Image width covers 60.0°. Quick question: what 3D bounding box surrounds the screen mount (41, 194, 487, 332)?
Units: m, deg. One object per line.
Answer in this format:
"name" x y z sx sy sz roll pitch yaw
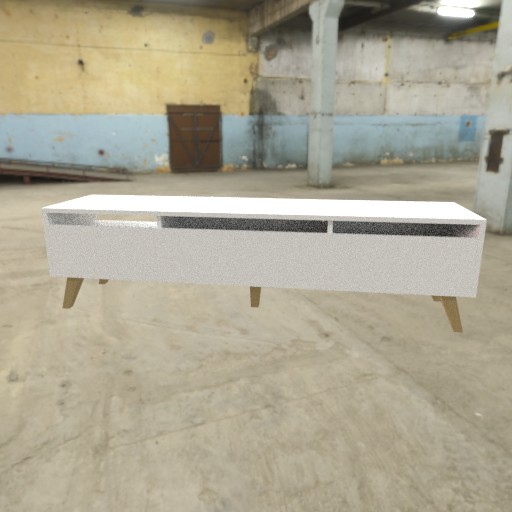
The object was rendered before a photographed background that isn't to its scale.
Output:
"screen mount" 0.000 0.000 1.869 1.644 0.432 0.399 2 16 8
